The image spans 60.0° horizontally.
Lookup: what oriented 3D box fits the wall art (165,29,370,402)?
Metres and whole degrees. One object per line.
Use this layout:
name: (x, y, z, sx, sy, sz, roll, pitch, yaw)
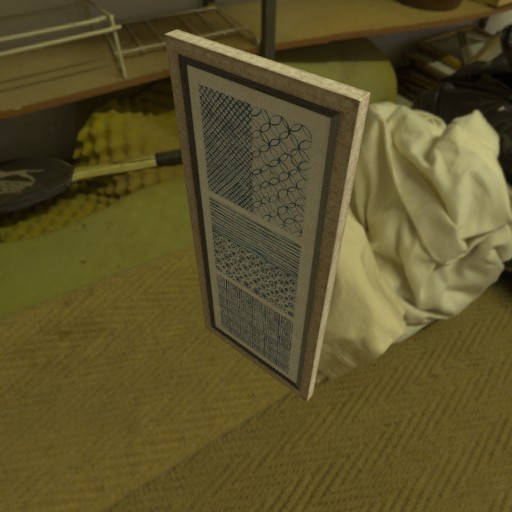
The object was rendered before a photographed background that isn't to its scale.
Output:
wall art: (0.000, 0.000, 1.678, 0.648, 1.461, 0.051, 30, 53, 26)
